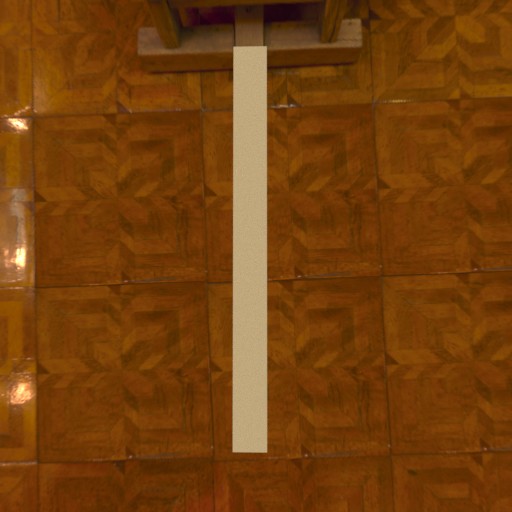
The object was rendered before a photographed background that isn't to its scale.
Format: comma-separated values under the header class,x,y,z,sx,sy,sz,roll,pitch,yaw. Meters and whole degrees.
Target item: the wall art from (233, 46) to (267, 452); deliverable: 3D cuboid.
class,x,y,z,sx,sy,sz,roll,pitch,yaw
wall art,0.000,0.000,0.768,0.039,0.553,0.451,0,88,1
